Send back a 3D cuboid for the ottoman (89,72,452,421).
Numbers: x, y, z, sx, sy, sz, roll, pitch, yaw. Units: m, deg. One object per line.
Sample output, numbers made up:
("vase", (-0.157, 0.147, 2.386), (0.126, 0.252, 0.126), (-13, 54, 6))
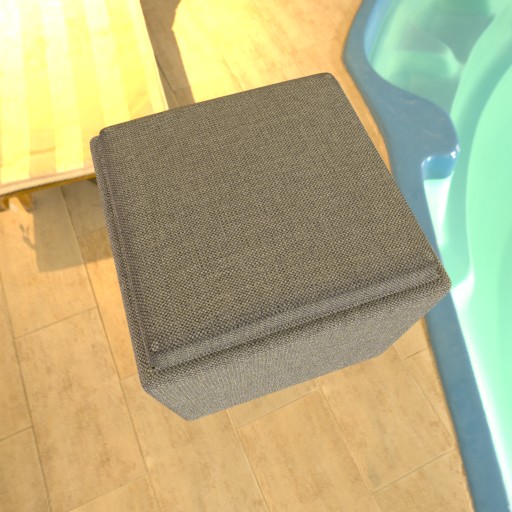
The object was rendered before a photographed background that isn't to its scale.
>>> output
("ottoman", (0.000, 0.000, 0.840), (0.454, 0.487, 0.436), (-17, 65, -8))
